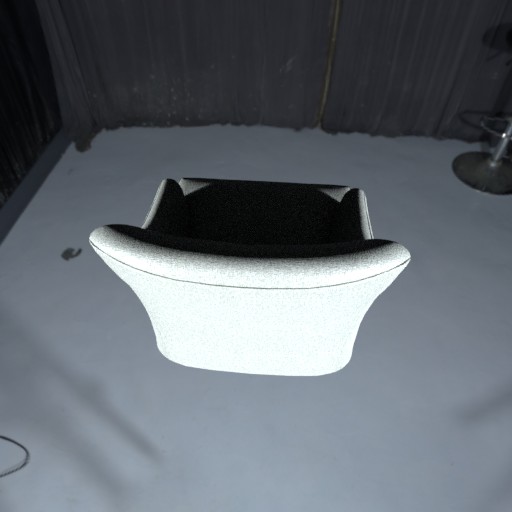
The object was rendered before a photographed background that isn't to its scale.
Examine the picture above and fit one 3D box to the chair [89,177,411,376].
[{"bbox_3d":[0.000,0.000,1.657,0.864,0.856,0.923,3,47,3],"label":"chair"}]
